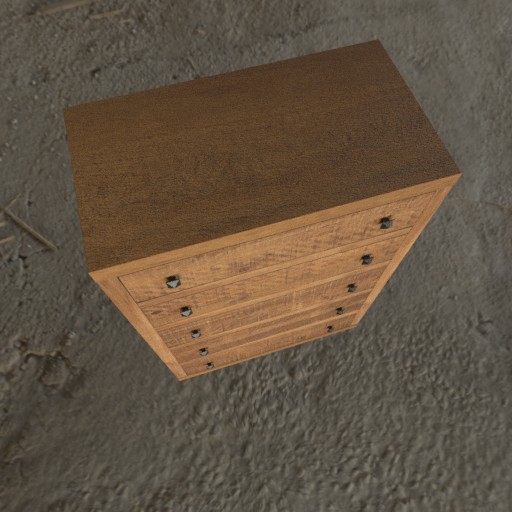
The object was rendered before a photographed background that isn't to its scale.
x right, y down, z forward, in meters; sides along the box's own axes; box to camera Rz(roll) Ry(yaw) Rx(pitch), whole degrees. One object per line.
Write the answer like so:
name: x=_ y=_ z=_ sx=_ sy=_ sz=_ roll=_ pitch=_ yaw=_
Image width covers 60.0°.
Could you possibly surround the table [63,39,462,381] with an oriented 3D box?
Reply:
table: x=0.000 y=0.000 z=1.694 sx=0.901 sy=1.294 sz=0.524 roll=-15 pitch=65 yaw=-7
